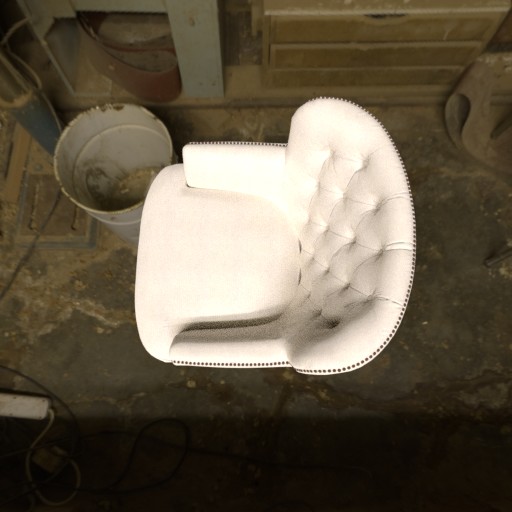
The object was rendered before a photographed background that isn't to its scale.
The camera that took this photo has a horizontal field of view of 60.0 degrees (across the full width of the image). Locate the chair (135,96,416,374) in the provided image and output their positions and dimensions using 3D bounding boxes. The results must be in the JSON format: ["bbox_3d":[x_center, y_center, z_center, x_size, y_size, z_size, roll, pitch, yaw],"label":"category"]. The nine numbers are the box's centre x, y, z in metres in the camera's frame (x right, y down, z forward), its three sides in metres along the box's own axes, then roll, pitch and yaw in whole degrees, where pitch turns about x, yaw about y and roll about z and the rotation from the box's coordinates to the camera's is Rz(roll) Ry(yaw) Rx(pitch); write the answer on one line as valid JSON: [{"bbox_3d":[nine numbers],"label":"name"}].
[{"bbox_3d":[0.000,0.000,1.655,0.906,0.868,0.848,1,75,0],"label":"chair"}]
